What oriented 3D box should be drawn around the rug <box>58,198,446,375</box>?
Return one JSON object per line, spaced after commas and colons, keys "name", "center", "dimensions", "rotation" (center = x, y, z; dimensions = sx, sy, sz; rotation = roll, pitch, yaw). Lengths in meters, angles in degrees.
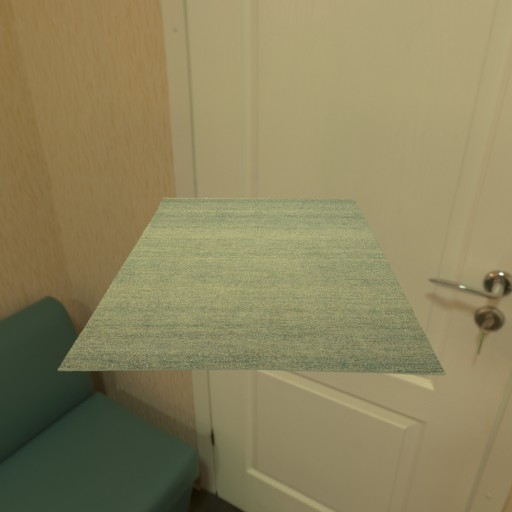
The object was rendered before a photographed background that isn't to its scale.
{"name": "rug", "center": [0.000, 0.000, 4.231], "dimensions": [2.461, 0.046, 3.237], "rotation": [1, 27, 1]}
